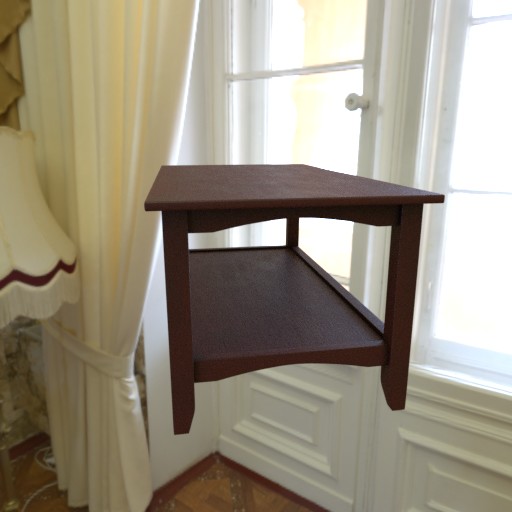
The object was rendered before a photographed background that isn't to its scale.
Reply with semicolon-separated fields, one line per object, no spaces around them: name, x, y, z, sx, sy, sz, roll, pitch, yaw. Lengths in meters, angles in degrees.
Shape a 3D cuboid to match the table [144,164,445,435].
table;0.000;0.000;1.265;0.533;0.456;0.943;-3;15;-10
